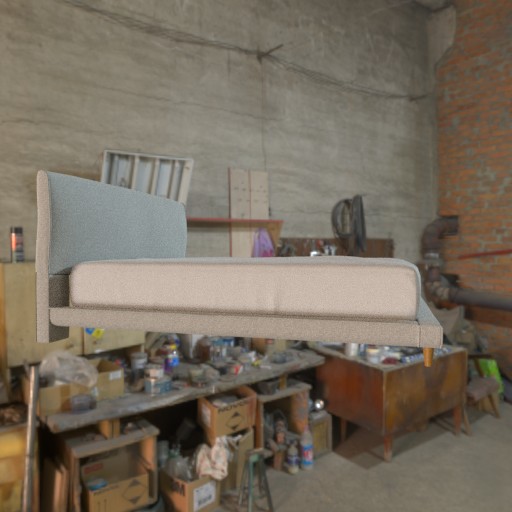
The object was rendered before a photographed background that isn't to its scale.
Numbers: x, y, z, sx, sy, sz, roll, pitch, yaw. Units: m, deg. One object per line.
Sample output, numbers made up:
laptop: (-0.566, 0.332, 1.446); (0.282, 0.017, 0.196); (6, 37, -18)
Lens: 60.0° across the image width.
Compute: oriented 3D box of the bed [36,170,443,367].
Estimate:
bed: (0.000, 0.000, 3.443); (2.498, 1.126, 1.980); (0, 1, 17)
